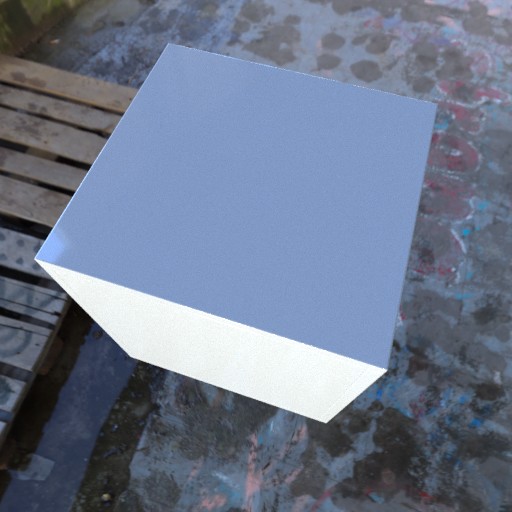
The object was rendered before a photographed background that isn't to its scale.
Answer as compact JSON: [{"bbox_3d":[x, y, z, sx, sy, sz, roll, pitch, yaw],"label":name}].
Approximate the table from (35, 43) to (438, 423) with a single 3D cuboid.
[{"bbox_3d":[0.000,0.000,0.788,0.420,0.470,0.400,16,64,8],"label":"table"}]
